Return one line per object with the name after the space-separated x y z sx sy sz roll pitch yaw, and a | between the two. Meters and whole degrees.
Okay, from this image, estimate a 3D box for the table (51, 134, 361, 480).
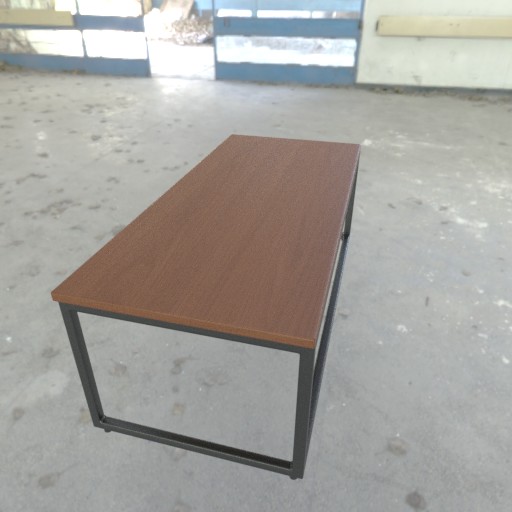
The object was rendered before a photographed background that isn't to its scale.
0.000 0.000 1.332 0.500 0.400 1.100 8 32 13 | table
